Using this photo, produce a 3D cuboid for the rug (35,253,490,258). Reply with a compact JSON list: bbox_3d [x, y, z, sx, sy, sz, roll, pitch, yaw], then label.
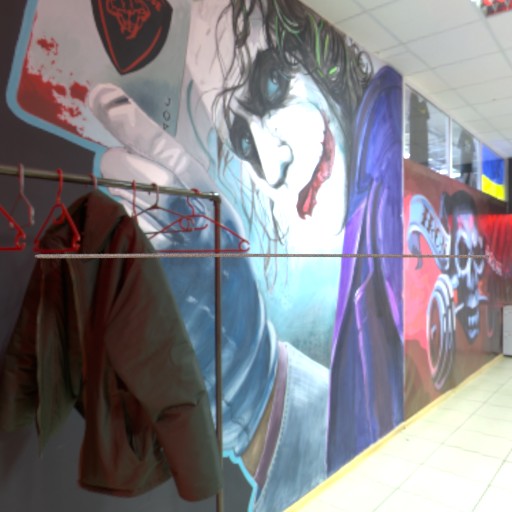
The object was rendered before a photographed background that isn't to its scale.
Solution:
[{"bbox_3d":[0.000,0.000,3.041,2.498,0.022,1.535,0,0,-17],"label":"rug"}]
